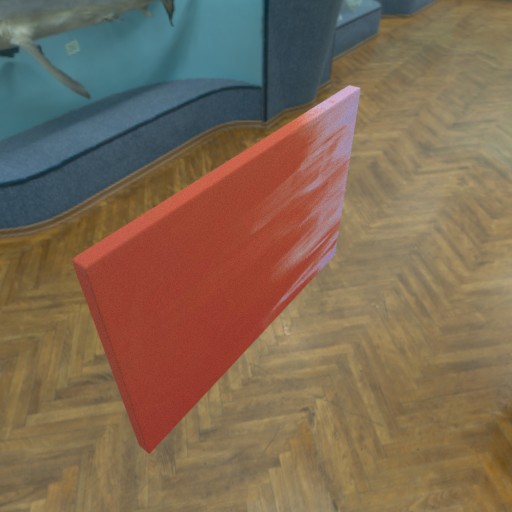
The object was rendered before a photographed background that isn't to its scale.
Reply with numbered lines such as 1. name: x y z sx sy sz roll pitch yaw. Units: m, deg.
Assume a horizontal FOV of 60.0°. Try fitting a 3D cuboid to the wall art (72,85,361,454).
1. wall art: 0.000 0.000 1.148 0.040 0.609 0.913 26 47 27
